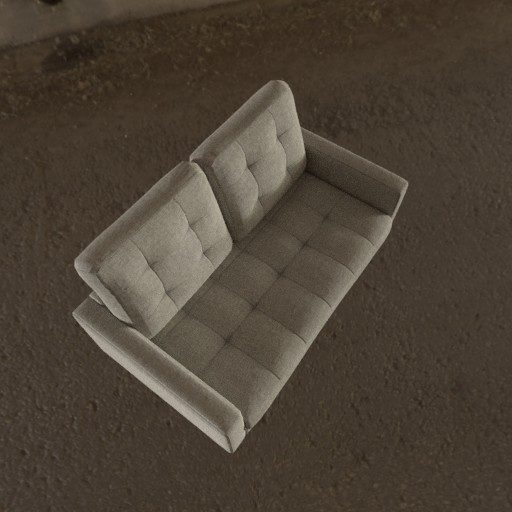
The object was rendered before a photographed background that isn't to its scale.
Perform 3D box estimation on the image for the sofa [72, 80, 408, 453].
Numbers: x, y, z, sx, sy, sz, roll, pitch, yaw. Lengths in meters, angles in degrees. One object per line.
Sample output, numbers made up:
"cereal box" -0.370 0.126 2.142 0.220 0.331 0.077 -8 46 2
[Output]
"sofa" 0.000 0.000 2.008 0.842 0.907 1.407 32 64 18
